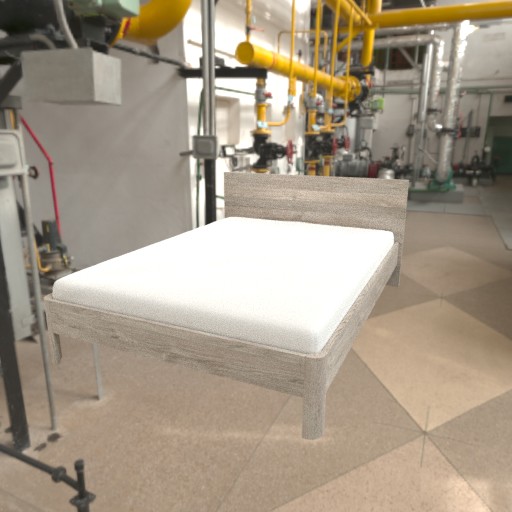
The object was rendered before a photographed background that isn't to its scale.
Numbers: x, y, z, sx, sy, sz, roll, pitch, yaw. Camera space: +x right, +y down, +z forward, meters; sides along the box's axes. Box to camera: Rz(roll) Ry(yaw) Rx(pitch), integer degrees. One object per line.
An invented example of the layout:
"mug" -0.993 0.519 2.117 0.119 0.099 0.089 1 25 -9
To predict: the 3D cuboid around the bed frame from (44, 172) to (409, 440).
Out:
"bed frame" 0.000 0.000 2.717 1.490 0.800 1.950 7 18 24
